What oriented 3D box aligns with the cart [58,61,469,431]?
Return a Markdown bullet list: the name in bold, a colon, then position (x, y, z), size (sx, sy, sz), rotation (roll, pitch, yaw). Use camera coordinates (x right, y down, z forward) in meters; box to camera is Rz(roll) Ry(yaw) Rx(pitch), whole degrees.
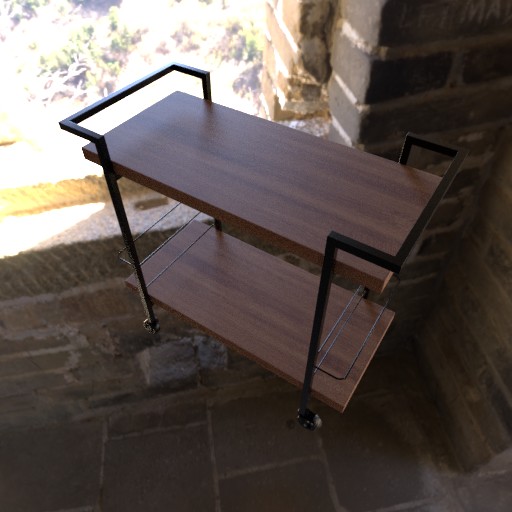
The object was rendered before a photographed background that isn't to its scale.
- **cart**: position (0.000, 0.000, 1.237), size (0.806, 0.762, 0.406), rotation (25, 51, 22)
